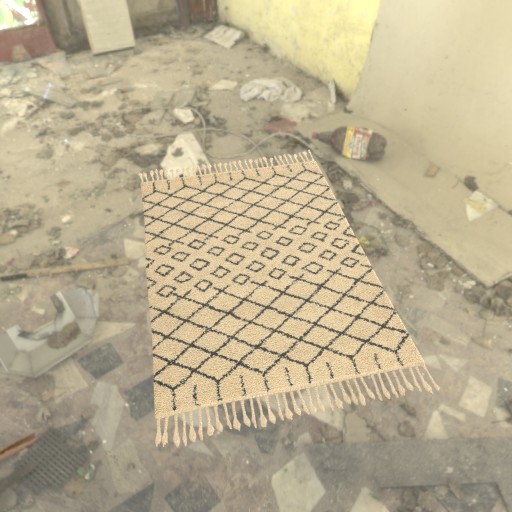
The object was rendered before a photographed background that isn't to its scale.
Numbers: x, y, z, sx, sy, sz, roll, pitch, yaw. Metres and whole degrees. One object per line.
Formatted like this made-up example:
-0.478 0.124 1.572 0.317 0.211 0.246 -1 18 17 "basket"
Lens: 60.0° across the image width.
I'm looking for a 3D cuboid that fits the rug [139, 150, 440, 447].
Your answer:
0.000 0.000 3.349 1.664 0.029 2.615 -9 47 -8 "rug"
